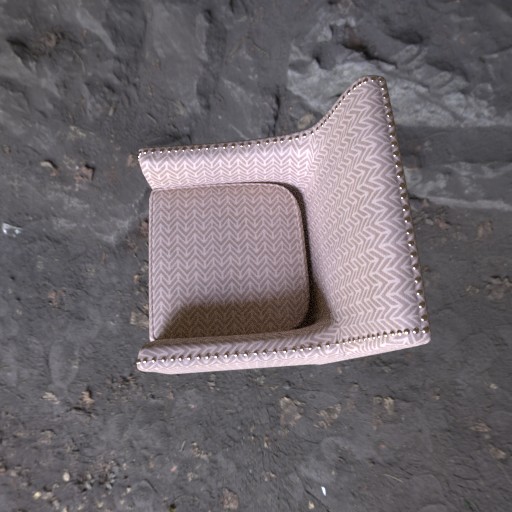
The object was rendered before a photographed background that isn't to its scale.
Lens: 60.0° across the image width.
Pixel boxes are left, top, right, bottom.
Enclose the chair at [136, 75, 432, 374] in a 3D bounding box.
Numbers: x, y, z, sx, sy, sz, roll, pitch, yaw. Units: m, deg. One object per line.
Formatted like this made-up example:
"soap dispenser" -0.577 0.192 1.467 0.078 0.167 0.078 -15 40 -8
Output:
"chair" 0.000 0.000 1.300 0.651 0.816 0.623 -4 74 -1
